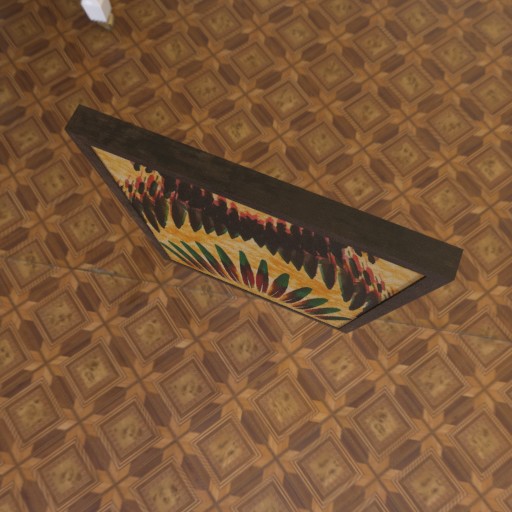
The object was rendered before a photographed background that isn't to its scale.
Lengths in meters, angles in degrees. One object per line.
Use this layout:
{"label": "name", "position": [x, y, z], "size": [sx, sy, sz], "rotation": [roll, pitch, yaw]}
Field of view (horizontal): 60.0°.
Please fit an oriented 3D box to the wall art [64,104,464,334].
{"label": "wall art", "position": [0.000, 0.000, 0.544], "size": [0.329, 0.406, 0.027], "rotation": [22, 76, 6]}
